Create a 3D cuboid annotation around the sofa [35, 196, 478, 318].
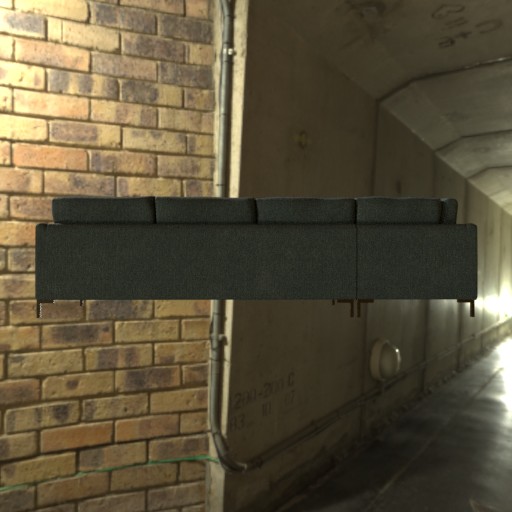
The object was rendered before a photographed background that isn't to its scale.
[{"bbox_3d":[0.000,0.000,3.878,2.949,0.815,2.007,0,0,-1],"label":"sofa"}]
